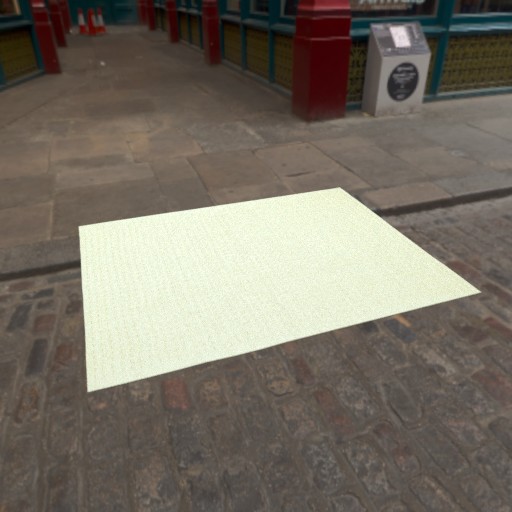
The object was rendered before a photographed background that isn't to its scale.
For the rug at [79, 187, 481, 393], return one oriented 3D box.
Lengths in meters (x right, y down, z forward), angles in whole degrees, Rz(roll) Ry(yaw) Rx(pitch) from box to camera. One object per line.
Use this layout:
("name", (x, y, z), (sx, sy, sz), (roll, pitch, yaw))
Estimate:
("rug", (0.000, 0.000, 4.288), (3.204, 0.016, 2.452), (-11, 33, -17))
